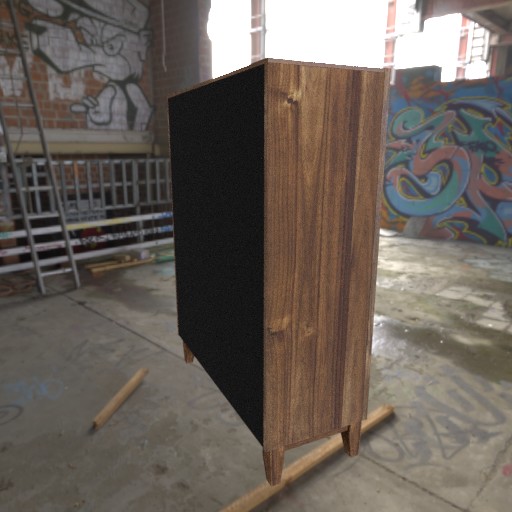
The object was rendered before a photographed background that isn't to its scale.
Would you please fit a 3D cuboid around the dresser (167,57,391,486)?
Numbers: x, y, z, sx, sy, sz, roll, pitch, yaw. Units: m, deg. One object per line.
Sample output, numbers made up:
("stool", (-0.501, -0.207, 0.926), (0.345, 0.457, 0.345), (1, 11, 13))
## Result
("dresser", (0.000, 0.000, 1.920), (0.442, 1.393, 1.062), (-7, 15, -25))
